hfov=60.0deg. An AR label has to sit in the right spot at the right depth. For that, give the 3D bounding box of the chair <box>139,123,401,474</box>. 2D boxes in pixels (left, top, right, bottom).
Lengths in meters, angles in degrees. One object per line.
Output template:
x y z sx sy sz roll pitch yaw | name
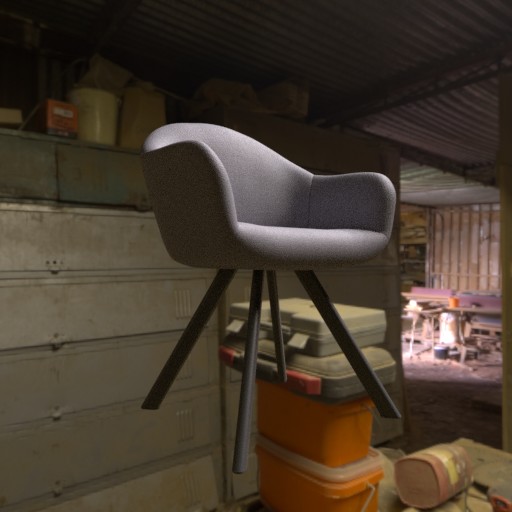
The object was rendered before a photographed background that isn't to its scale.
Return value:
0.000 0.000 1.167 0.590 0.795 0.550 0 -1 -37 | chair
